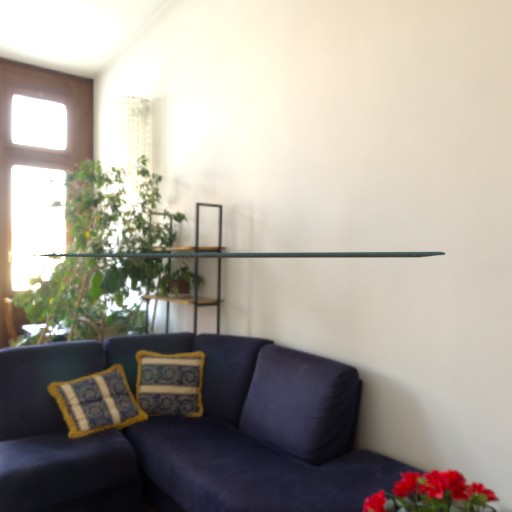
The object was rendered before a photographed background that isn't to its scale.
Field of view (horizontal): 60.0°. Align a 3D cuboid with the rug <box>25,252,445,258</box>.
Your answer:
[{"bbox_3d":[0.000,0.000,4.064,2.964,0.018,2.350,0,-1,17],"label":"rug"}]
